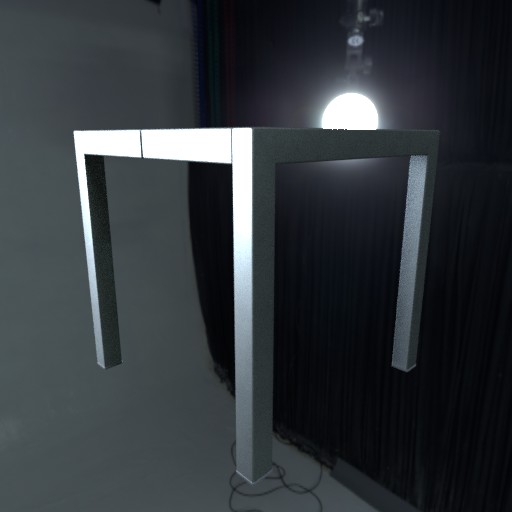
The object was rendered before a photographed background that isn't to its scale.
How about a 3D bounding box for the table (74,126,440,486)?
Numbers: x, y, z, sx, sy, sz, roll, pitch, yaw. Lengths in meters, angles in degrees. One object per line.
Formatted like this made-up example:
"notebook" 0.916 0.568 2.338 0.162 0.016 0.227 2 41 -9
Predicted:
"table" 0.000 0.000 0.930 0.508 0.508 0.508 -14 21 -42
